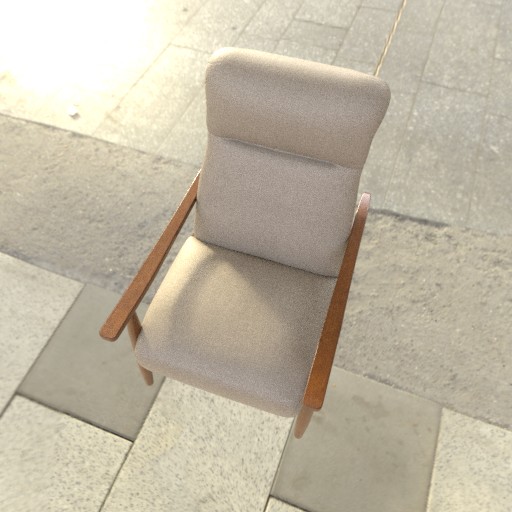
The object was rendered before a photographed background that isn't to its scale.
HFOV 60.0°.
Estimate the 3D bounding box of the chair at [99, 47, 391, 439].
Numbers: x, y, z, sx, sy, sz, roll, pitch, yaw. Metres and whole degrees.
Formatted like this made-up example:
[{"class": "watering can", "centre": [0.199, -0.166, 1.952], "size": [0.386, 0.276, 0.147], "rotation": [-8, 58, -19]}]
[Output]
[{"class": "chair", "centre": [0.000, 0.000, 1.735], "size": [0.762, 1.082, 1.032], "rotation": [16, 59, 10]}]
